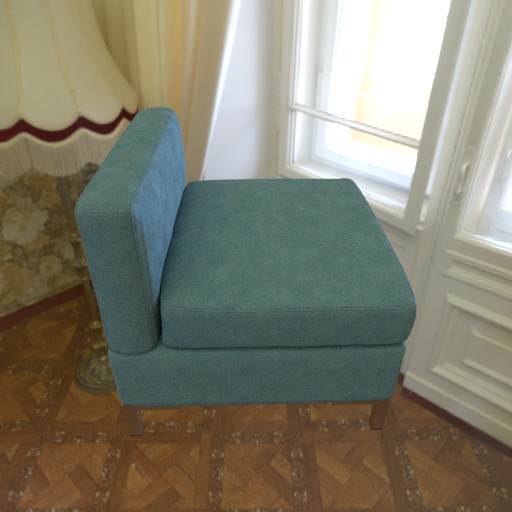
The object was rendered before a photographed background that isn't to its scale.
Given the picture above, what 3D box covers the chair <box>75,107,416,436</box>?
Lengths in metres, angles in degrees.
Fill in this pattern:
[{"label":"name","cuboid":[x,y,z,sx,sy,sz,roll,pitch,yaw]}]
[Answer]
[{"label":"chair","cuboid":[0.000,0.000,1.222,0.685,0.660,0.684,-1,33,-1]}]
